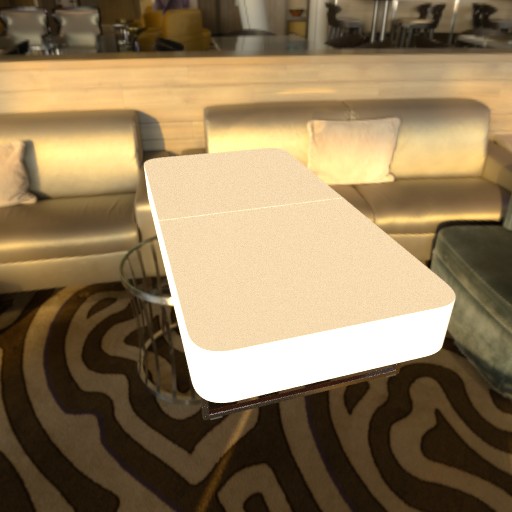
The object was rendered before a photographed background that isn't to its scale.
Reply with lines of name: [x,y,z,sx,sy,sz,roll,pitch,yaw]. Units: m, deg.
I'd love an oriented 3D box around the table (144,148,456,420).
table: [0.000,0.000,1.464,0.600,0.340,1.200,-9,31,-14]
